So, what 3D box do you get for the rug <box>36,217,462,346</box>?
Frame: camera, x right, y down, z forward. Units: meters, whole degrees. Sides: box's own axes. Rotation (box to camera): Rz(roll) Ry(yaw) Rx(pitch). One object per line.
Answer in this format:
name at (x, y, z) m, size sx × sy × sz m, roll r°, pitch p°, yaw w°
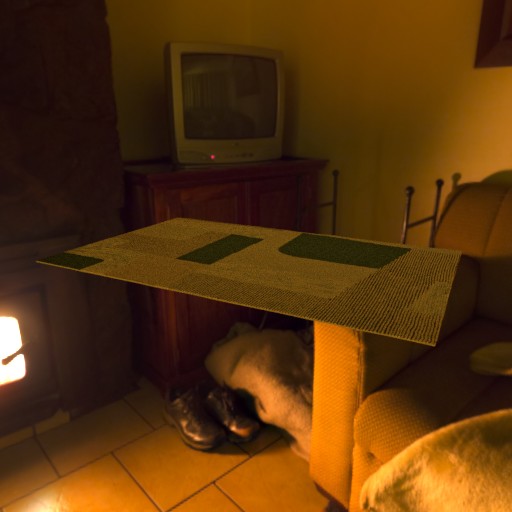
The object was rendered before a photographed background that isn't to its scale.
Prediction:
rug at (0.000, 0.000, 2.980) m, size 2.436 × 0.015 × 1.521 m, roll 9°, pitch 19°, yaw 26°
